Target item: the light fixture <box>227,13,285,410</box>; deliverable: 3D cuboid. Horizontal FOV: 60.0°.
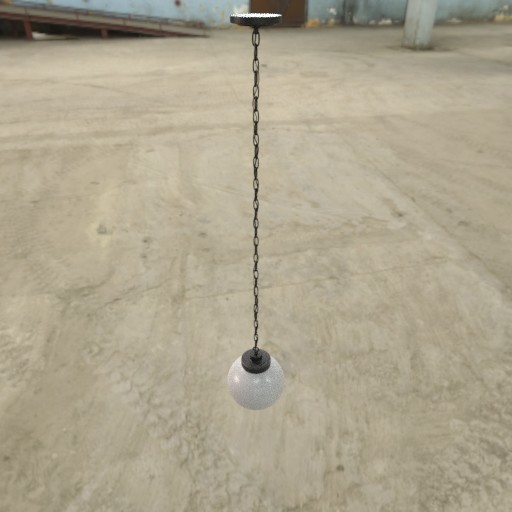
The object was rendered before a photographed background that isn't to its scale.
[{"bbox_3d":[0.000,0.000,1.952,0.305,1.867,0.304,10,33,16],"label":"light fixture"}]
